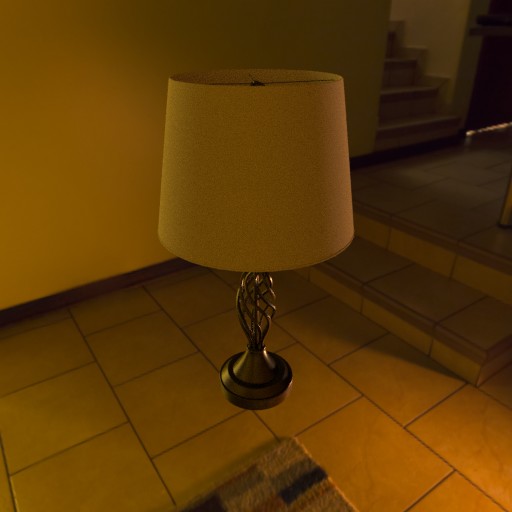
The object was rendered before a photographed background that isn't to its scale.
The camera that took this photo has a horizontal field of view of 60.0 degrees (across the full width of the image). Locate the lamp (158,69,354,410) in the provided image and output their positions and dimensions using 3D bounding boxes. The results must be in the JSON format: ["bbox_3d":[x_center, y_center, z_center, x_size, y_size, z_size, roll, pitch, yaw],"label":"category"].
[{"bbox_3d":[0.000,0.000,0.787,0.331,0.594,0.331,0,27,0],"label":"lamp"}]
